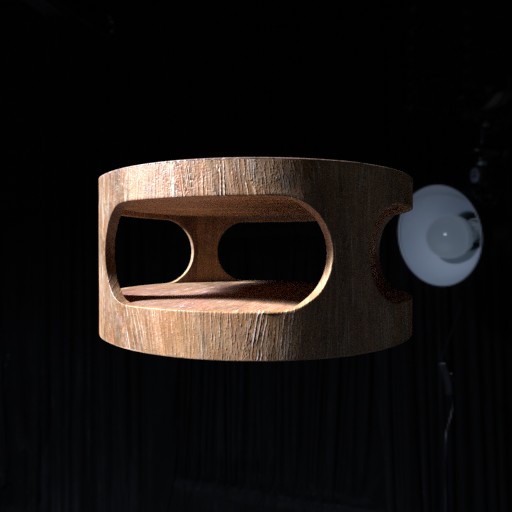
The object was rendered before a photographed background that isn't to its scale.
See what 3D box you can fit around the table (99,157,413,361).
[{"bbox_3d":[0.000,0.000,1.462,0.974,0.450,0.974,0,1,0],"label":"table"}]
